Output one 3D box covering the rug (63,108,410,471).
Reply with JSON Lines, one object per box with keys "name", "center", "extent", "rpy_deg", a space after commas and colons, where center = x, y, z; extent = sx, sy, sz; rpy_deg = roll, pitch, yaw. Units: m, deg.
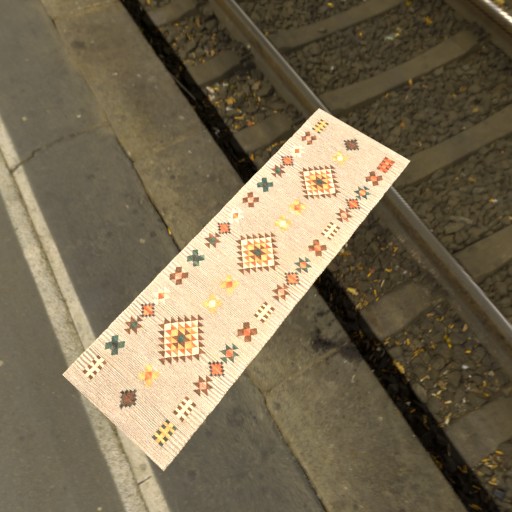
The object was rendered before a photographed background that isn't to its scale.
{"name": "rug", "center": [0.000, 0.000, 2.721], "extent": [0.766, 0.008, 2.432], "rpy_deg": [36, 70, 15]}
